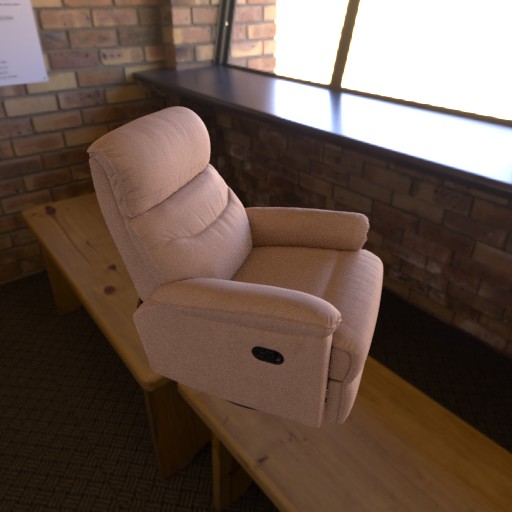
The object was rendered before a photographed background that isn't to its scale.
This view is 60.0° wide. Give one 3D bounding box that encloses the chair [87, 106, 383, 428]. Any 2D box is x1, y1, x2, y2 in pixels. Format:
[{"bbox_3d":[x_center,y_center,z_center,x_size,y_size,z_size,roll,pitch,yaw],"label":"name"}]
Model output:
[{"bbox_3d":[0.000,0.000,1.783,1.004,1.037,0.820,10,33,17],"label":"chair"}]
